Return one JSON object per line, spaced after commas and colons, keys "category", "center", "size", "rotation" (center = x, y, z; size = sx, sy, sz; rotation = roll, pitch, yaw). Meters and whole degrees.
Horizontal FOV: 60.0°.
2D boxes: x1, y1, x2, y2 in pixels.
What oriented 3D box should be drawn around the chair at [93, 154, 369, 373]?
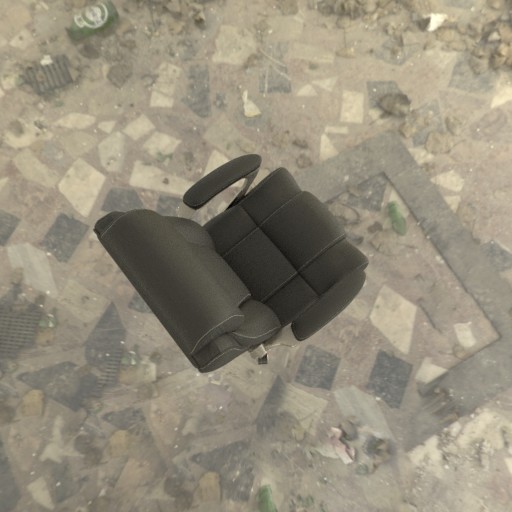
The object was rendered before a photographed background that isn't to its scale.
{"category": "chair", "center": [0.000, 0.000, 1.703], "size": [0.784, 1.167, 0.741], "rotation": [-38, 78, -10]}
